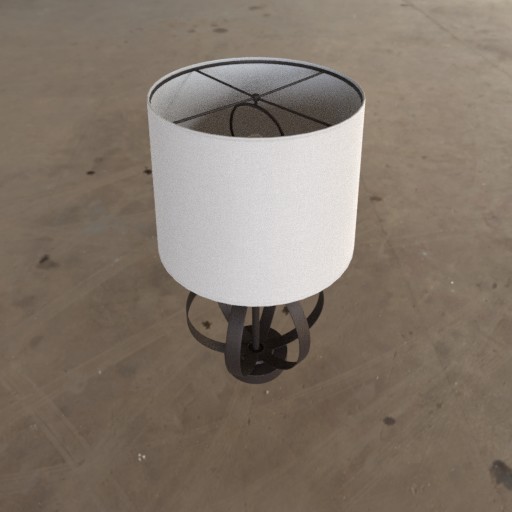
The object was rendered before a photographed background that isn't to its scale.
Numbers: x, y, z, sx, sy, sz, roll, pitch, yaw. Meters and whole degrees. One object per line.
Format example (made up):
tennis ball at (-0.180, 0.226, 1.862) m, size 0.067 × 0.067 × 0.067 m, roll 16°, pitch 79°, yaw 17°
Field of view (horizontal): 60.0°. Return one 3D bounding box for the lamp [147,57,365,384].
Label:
lamp at (0.000, 0.000, 0.684) m, size 0.286 × 0.510 × 0.286 m, roll 0°, pitch 41°, yaw 0°
